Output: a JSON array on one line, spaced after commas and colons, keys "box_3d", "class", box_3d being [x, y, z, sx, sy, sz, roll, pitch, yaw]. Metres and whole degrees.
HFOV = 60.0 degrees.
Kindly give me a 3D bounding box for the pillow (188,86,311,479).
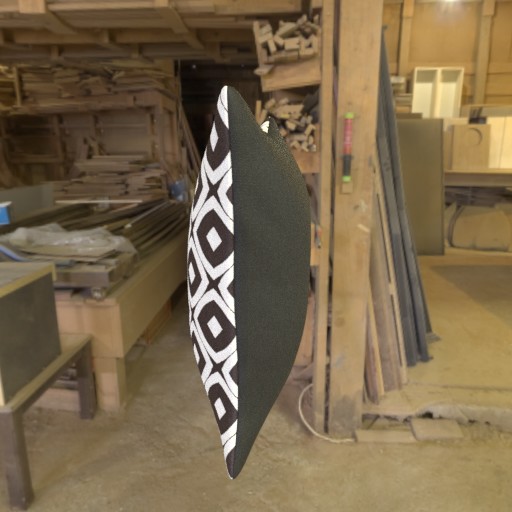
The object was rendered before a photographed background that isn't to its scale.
[{"box_3d": [0.000, 0.000, 0.767, 0.188, 0.494, 0.504, 2, 14, 7], "class": "pillow"}]
